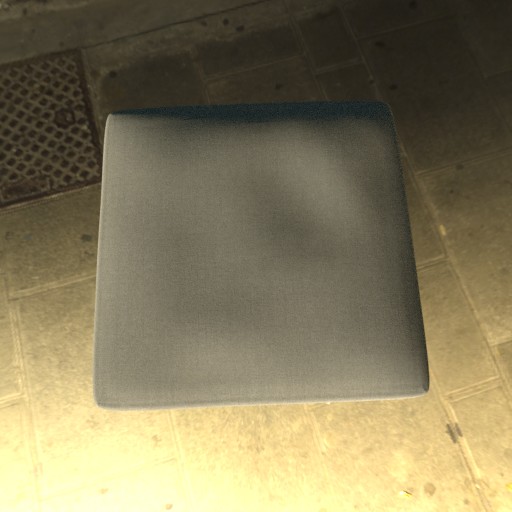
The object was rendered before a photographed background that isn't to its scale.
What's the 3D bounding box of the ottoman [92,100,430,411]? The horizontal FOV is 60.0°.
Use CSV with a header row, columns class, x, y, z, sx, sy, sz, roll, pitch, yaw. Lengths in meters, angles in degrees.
class,x,y,z,sx,sy,sz,roll,pitch,yaw
ottoman,0.000,0.000,1.328,0.843,0.436,0.840,-2,75,-1
